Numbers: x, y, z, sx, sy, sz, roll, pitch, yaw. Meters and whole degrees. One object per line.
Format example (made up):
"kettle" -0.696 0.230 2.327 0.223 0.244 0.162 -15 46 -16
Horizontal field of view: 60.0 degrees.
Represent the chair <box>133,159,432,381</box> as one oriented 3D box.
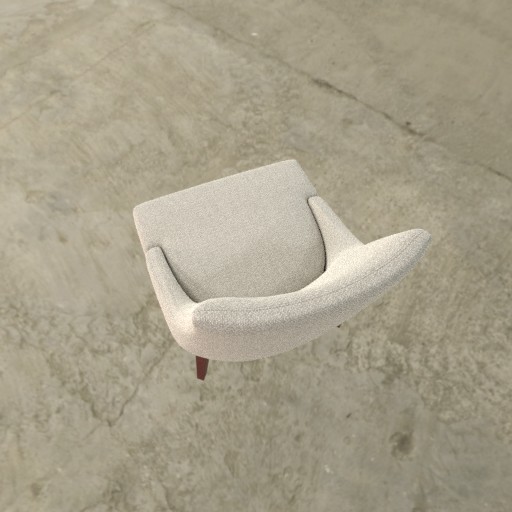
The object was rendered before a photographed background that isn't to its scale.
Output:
"chair" 0.000 0.000 1.468 0.701 0.909 0.861 -19 60 -11
